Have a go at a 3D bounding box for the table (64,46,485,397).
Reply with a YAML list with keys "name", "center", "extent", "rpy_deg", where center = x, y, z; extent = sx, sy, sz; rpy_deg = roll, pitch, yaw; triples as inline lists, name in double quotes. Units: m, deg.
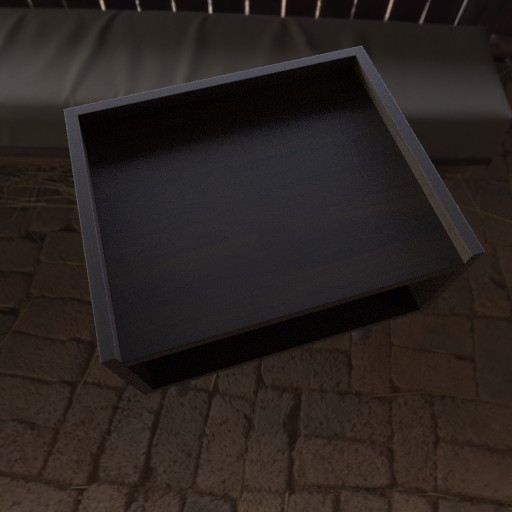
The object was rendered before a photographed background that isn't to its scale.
- name: "table"
  center: [0.000, 0.000, 0.780]
  extent: [0.450, 0.470, 0.370]
  rpy_deg: [-15, 65, -7]
